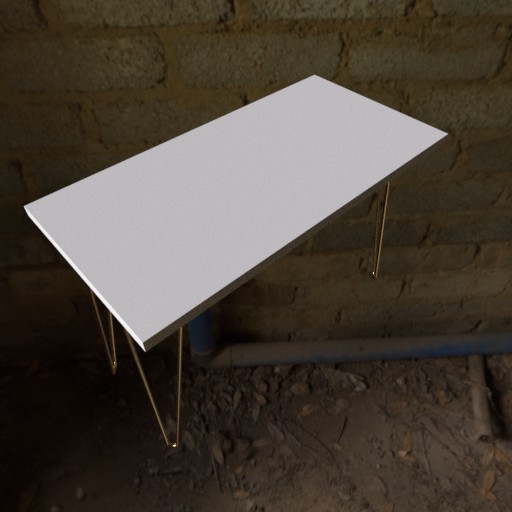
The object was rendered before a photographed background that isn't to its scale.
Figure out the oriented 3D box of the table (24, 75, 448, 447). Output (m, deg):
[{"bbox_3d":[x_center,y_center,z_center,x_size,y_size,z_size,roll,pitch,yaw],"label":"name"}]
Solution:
[{"bbox_3d":[0.000,0.000,1.359,0.991,0.660,0.498,-34,55,-28],"label":"table"}]
